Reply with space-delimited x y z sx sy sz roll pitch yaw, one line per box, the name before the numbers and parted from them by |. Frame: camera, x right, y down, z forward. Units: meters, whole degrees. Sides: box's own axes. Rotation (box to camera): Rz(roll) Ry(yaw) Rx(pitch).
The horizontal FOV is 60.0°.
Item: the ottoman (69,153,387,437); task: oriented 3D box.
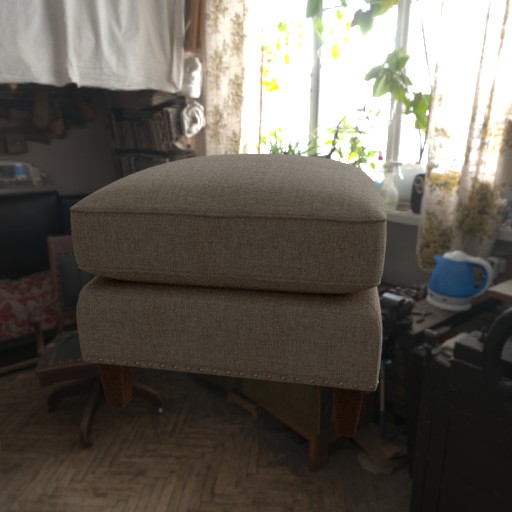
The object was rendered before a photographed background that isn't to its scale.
ottoman | 0.000 0.000 1.146 0.584 0.513 0.741 3 16 10
